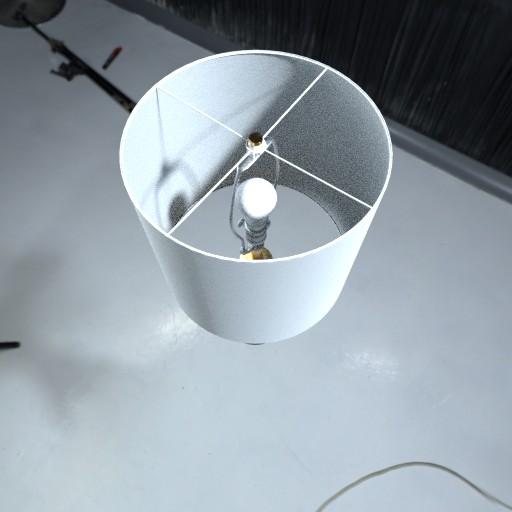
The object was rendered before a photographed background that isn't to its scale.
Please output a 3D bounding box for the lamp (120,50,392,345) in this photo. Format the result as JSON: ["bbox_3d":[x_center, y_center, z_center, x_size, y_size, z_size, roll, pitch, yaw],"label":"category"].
[{"bbox_3d":[0.000,0.000,0.757,0.308,0.580,0.308,33,67,16],"label":"lamp"}]
